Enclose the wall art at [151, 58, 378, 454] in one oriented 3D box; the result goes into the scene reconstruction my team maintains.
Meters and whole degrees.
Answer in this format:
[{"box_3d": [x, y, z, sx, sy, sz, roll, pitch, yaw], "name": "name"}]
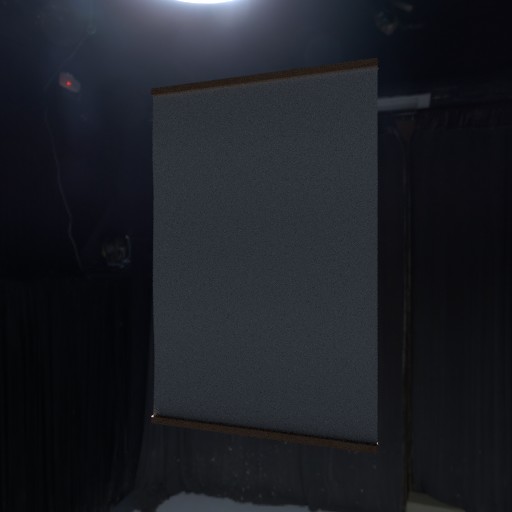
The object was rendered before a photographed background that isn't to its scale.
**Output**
[{"box_3d": [0.000, 0.000, 0.627, 0.332, 0.508, 0.012, 0, 0, 18], "name": "wall art"}]
